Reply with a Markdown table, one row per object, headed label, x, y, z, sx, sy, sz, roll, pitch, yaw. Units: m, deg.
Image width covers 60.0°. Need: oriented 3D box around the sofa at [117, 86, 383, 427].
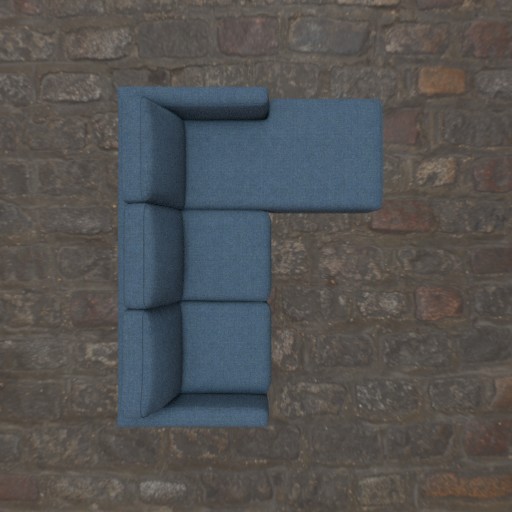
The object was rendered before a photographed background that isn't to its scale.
| label | x | y | z | sx | sy | sz | roll | pitch | yaw |
| --- | --- | --- | --- | --- | --- | --- | --- | --- | --- |
| sofa | 0.000 | 0.000 | 2.877 | 1.667 | 0.957 | 2.055 | 0 | 90 | 0 |
